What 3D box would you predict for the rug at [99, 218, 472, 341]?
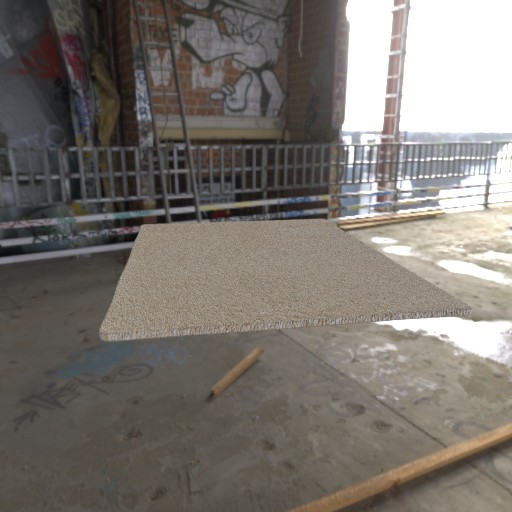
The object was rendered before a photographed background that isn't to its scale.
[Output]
[{"bbox_3d":[0.000,0.000,2.132,1.200,0.027,1.600,-3,16,-9],"label":"rug"}]
